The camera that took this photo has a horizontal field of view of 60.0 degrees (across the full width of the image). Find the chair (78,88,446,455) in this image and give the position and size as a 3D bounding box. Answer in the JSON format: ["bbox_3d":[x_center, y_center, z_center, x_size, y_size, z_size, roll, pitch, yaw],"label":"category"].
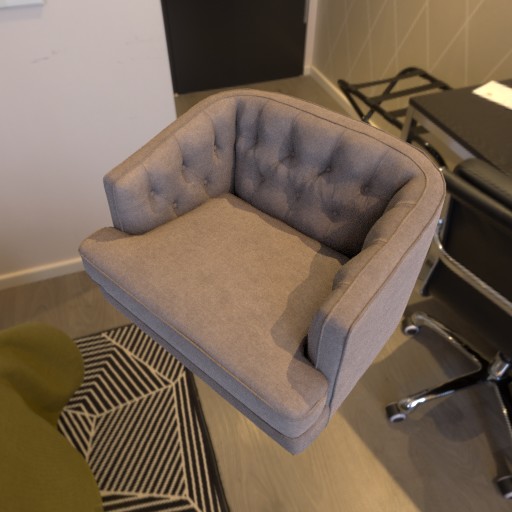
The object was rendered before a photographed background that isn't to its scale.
[{"bbox_3d":[0.000,0.000,1.729,1.104,0.852,0.941,31,53,27],"label":"chair"}]
